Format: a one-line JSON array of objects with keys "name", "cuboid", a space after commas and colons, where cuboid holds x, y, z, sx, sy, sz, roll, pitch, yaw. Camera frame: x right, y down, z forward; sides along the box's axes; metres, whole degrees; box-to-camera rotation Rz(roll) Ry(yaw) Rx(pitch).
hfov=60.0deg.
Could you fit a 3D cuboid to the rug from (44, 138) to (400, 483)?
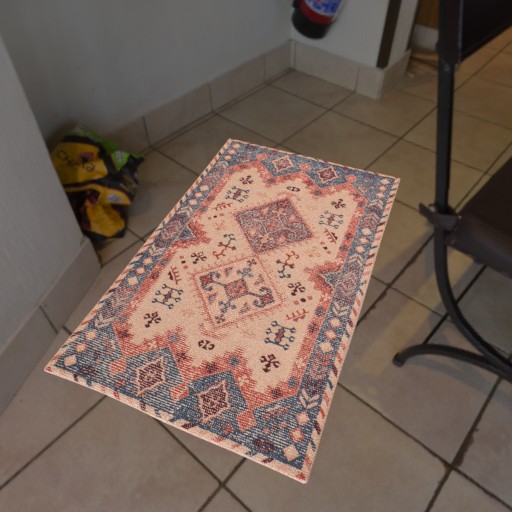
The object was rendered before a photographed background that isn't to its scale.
[{"name": "rug", "cuboid": [0.000, 0.000, 3.005, 1.521, 0.023, 2.464, 17, 50, 15]}]
